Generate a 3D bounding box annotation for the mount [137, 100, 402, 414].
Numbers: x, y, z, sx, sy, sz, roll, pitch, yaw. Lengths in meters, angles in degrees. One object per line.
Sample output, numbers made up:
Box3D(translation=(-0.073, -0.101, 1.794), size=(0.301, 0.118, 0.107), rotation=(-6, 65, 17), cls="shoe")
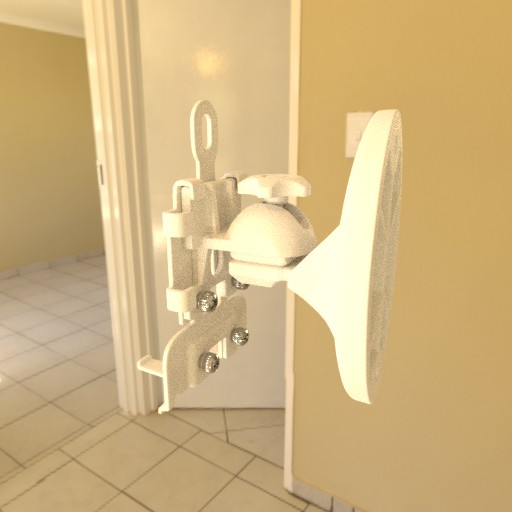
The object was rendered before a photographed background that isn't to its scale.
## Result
Box3D(translation=(0.000, 0.000, 0.175), size=(0.100, 0.118, 0.066), rotation=(7, 17, 25), cls="mount")
